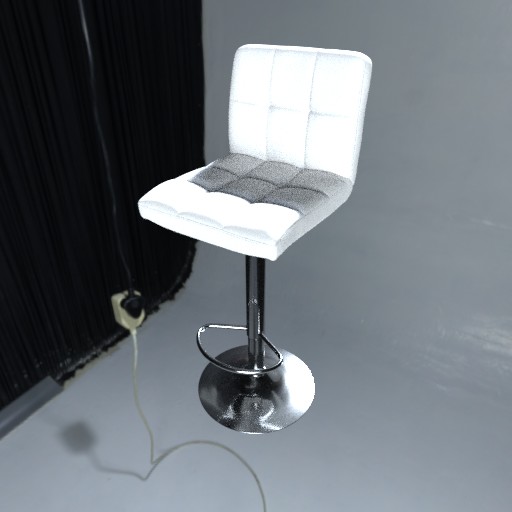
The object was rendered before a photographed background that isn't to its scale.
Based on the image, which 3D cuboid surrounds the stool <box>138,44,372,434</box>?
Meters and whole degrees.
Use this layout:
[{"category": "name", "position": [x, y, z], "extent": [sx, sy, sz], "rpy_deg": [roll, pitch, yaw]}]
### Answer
[{"category": "stool", "position": [0.000, 0.000, 1.346], "extent": [0.430, 1.115, 0.505], "rpy_deg": [18, 36, 28]}]
